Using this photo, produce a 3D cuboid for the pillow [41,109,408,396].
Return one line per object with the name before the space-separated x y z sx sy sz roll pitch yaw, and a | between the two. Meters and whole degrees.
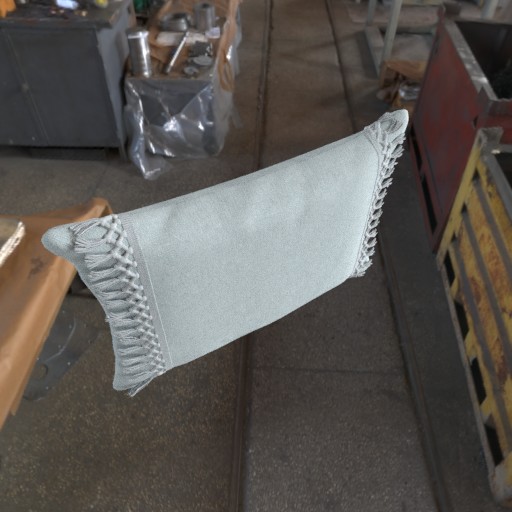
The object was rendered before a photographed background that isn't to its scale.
pillow | 0.000 0.000 0.598 0.466 0.305 0.084 -23 50 -21
